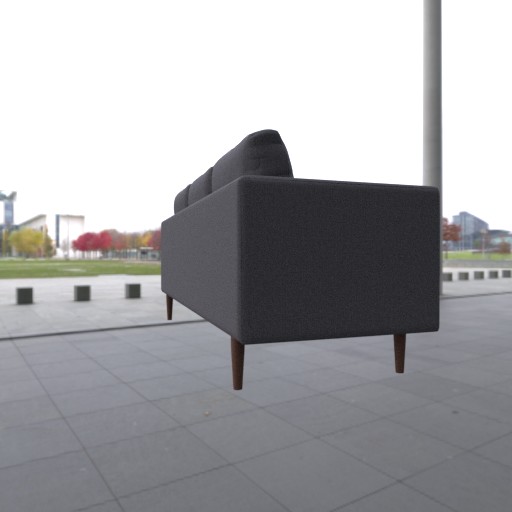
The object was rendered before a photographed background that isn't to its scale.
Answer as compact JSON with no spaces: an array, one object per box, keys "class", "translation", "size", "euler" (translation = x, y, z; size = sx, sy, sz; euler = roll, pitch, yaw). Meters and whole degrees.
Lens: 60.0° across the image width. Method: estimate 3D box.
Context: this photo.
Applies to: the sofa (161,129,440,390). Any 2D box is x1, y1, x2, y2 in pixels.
[{"class":"sofa","translation":[0.000,0.000,2.449],"size":[0.802,0.912,2.029],"euler":[0,0,-19]}]
